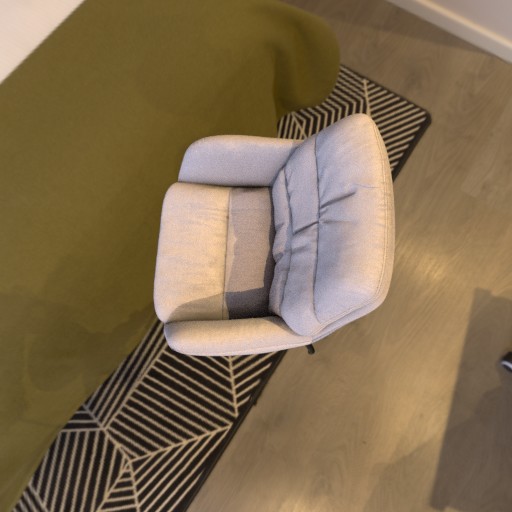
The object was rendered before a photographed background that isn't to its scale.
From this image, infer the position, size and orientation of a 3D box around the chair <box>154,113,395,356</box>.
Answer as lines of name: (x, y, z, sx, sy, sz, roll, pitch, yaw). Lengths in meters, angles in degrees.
chair: (0.000, 0.000, 1.269, 0.569, 0.888, 0.579, 2, 75, 1)
